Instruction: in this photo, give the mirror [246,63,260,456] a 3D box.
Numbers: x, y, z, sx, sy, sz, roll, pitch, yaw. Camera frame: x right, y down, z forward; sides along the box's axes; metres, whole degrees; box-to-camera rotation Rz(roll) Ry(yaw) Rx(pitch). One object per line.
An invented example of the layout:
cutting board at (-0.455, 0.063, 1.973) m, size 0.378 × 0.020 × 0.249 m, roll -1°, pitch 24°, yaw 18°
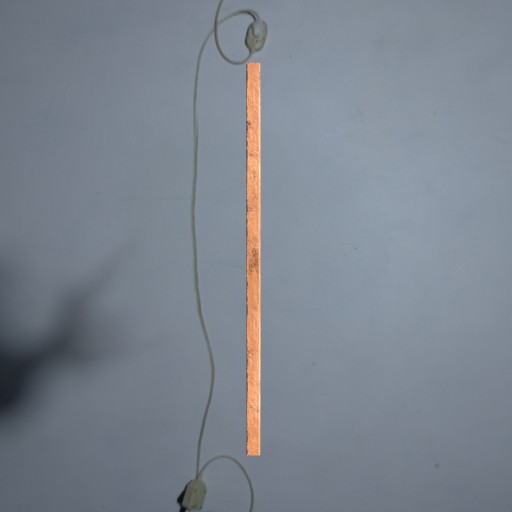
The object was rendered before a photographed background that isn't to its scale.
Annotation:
mirror at (0.000, 0.000, 1.444) m, size 0.028 × 1.099 × 0.796 m, roll 0°, pitch 91°, yaw 1°
